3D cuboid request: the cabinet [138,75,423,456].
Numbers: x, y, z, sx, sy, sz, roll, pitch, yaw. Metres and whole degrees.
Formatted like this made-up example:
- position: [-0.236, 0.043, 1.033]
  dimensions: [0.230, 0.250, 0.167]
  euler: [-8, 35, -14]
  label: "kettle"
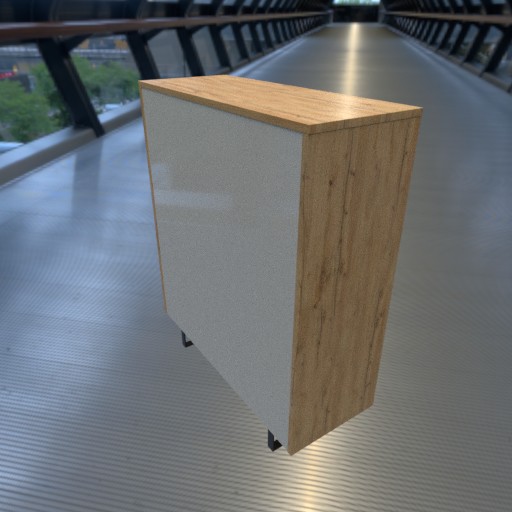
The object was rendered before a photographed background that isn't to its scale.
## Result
- position: [0.000, 0.000, 1.990]
  dimensions: [0.473, 1.397, 1.168]
  euler: [-18, 32, -30]
  label: "cabinet"
